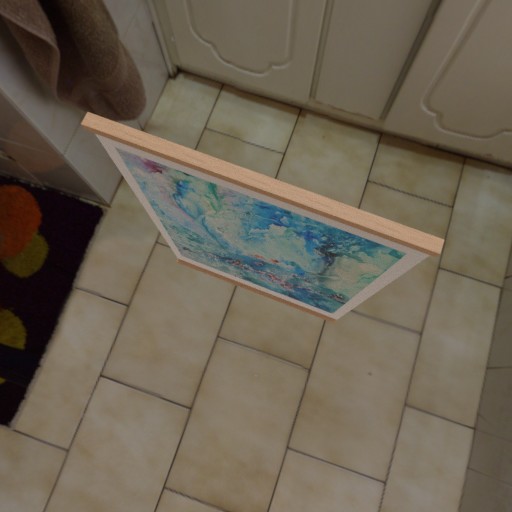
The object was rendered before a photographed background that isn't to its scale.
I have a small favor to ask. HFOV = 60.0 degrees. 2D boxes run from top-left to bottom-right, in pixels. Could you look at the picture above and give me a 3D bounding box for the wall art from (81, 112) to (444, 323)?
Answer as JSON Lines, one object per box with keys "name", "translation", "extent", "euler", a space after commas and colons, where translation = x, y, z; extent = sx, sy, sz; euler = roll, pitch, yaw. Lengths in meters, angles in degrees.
{"name": "wall art", "translation": [0.000, 0.000, 0.633], "extent": [0.335, 0.510, 0.013], "euler": [21, 76, 5]}
